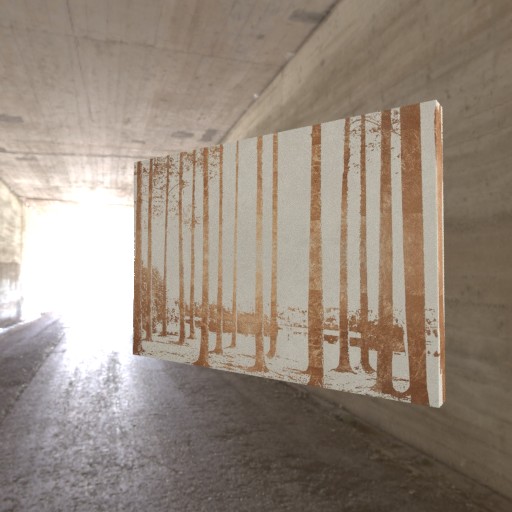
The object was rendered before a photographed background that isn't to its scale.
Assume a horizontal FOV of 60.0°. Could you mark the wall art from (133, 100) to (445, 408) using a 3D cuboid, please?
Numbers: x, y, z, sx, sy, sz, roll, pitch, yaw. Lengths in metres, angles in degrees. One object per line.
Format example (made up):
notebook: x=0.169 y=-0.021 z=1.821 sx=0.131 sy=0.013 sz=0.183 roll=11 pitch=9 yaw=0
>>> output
wall art: x=0.000 y=0.000 z=0.772 sx=0.609 sy=0.405 sz=0.035 roll=-1 pitch=-2 yaw=35
